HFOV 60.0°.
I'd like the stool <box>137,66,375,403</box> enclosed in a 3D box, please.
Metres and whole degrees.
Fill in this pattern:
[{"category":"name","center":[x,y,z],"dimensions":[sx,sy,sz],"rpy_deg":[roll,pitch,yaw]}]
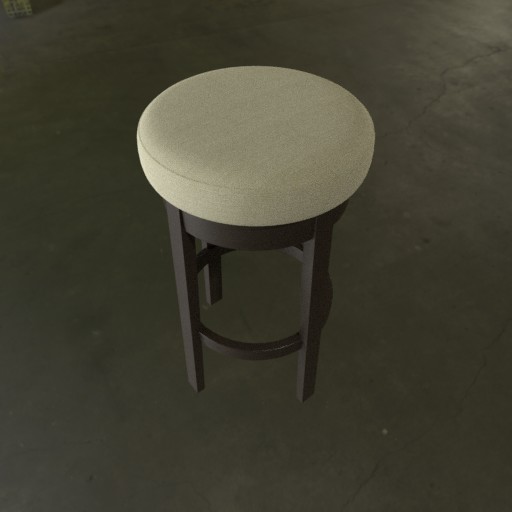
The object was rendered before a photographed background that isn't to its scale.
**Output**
[{"category":"stool","center":[0.000,0.000,1.047],"dimensions":[0.446,0.758,0.446],"rpy_deg":[0,46,0]}]
